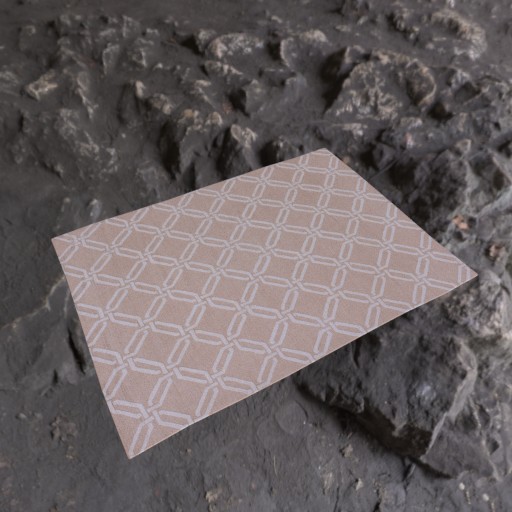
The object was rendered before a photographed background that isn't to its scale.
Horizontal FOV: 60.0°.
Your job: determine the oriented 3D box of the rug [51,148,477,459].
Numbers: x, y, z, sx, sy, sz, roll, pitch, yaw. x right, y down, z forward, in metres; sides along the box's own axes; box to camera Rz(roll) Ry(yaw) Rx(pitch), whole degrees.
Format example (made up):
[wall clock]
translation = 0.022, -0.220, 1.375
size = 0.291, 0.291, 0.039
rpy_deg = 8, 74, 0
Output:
[rug]
translation = 0.000, 0.000, 4.257
size = 3.365, 0.020, 2.452
rpy_deg = -22, 50, -20
